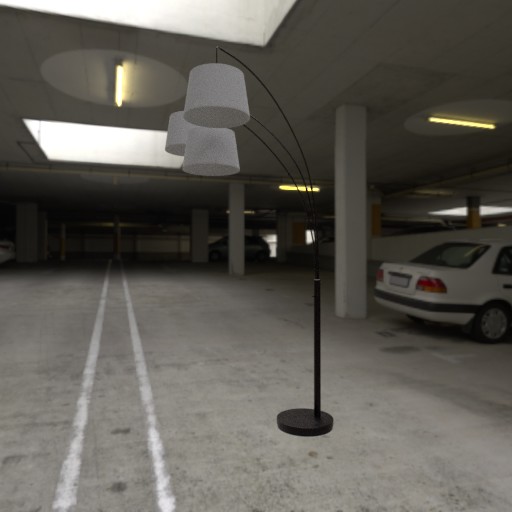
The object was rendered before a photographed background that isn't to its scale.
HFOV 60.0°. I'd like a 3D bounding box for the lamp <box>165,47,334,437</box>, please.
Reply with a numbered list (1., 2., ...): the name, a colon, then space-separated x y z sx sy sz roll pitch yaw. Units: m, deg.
1. lamp: 0.000 0.000 2.455 0.924 1.950 0.951 0 -1 -18
